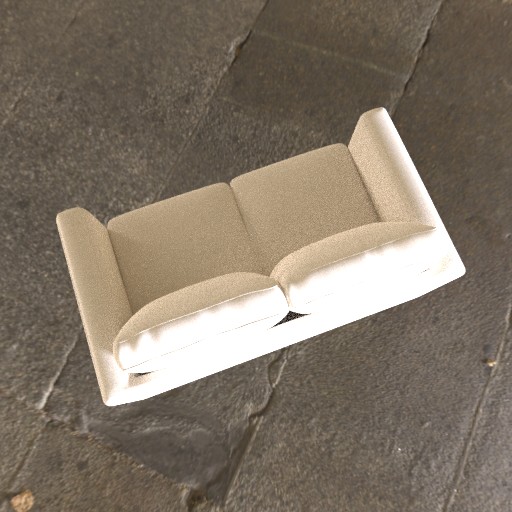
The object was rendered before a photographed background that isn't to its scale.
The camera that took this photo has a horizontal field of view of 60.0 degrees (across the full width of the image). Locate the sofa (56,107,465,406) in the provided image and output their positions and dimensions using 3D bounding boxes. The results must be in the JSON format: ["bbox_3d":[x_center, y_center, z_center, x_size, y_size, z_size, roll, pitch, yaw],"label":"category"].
[{"bbox_3d":[0.000,0.000,1.941,1.430,0.908,0.796,-19,76,-5],"label":"sofa"}]
